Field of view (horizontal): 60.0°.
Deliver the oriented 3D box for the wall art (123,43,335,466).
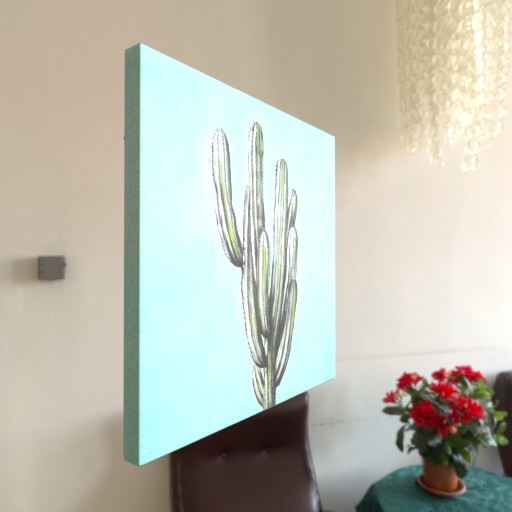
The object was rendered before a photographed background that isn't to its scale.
[{"bbox_3d":[0.000,0.000,1.117,0.054,0.766,0.765,-1,-1,37],"label":"wall art"}]
